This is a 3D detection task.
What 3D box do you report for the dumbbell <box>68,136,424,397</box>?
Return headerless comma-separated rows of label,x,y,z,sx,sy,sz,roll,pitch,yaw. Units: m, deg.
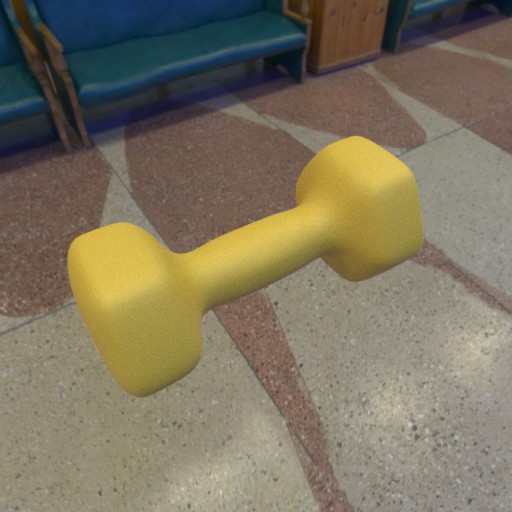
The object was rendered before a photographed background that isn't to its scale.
dumbbell,0.000,0.000,0.247,0.190,0.082,0.090,-24,51,-21
